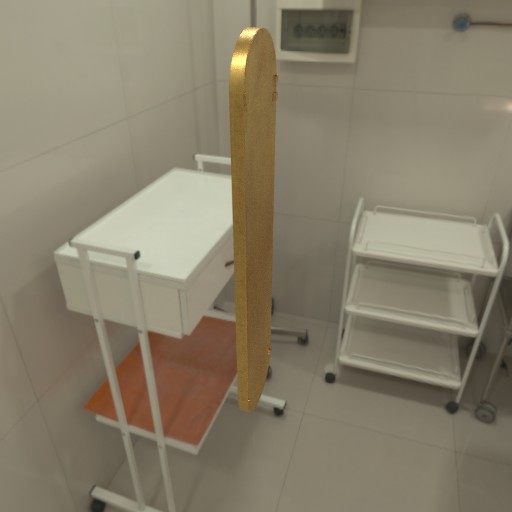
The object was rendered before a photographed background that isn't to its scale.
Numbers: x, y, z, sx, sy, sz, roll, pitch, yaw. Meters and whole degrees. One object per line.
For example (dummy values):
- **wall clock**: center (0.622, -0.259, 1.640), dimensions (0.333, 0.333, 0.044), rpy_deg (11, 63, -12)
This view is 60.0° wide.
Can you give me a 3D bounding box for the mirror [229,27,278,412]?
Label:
- **mirror**: center (0.000, 0.000, 1.079), dimensions (0.032, 0.991, 0.222), rpy_deg (9, 32, 15)
